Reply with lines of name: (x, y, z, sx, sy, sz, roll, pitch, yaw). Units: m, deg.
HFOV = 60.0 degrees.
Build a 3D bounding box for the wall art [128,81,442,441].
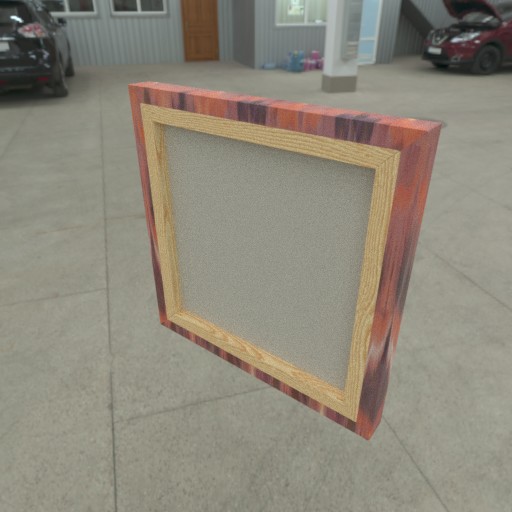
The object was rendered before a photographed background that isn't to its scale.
wall art: (0.000, 0.000, 0.602, 0.403, 0.406, 0.038, 21, 36, 32)
